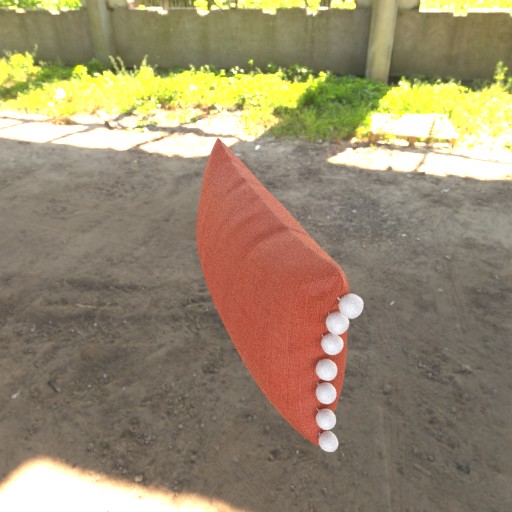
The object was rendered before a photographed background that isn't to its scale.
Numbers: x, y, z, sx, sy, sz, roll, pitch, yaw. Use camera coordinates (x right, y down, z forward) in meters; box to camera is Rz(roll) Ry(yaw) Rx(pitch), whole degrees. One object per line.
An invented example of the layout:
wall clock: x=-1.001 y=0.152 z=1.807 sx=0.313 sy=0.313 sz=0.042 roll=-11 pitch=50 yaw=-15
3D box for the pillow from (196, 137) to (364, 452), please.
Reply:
pillow: x=0.000 y=0.000 z=0.864 sx=0.201 sy=0.322 sz=0.709 roll=-9 pitch=32 yaw=-15
